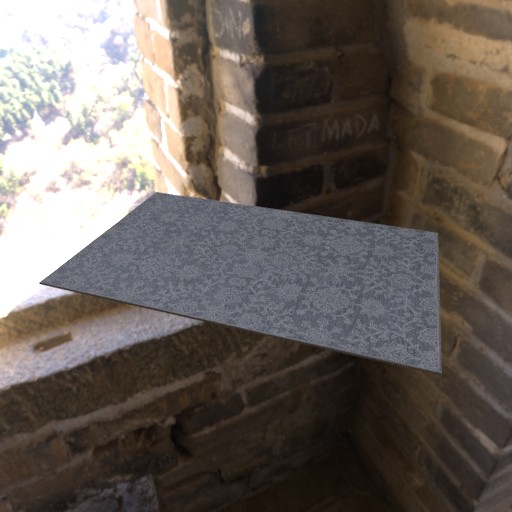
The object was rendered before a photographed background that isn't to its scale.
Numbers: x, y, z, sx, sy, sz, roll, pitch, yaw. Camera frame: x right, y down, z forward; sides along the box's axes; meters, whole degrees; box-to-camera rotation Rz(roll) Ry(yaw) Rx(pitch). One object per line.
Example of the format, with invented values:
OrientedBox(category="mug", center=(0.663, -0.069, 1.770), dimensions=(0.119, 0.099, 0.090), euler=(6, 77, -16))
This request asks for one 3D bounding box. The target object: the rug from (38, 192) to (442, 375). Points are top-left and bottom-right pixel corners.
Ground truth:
OrientedBox(category="rug", center=(0.000, 0.000, 3.110), dimensions=(2.430, 0.010, 1.515), euler=(10, 33, 16))
